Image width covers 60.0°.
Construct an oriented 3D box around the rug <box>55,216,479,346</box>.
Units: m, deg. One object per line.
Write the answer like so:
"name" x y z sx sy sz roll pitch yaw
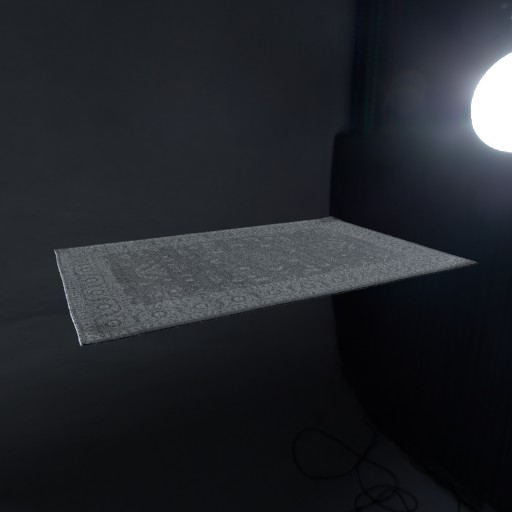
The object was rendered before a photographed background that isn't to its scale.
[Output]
"rug" 0.000 0.000 2.266 1.828 0.019 1.209 -8 19 -26
